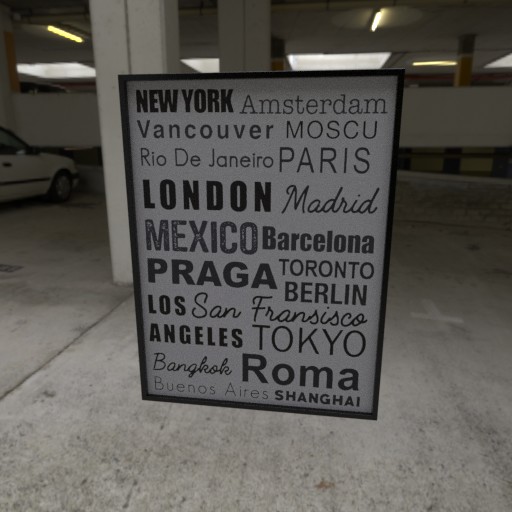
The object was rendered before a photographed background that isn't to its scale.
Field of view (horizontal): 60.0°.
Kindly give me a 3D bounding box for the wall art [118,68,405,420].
[{"bbox_3d":[0.000,0.000,1.357,0.788,1.046,0.043,2,15,8],"label":"wall art"}]
